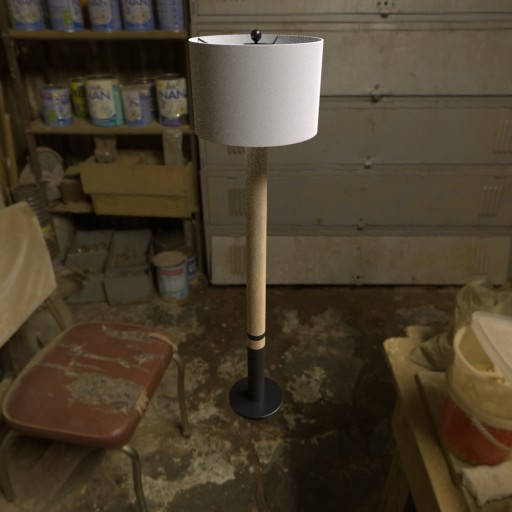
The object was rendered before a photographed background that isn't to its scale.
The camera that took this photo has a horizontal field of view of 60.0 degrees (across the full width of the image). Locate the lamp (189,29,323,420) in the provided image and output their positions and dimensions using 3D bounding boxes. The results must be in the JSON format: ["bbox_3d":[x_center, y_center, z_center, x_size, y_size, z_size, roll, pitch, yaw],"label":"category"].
[{"bbox_3d":[0.000,0.000,1.622,0.381,1.478,0.381,1,30,2],"label":"lamp"}]
